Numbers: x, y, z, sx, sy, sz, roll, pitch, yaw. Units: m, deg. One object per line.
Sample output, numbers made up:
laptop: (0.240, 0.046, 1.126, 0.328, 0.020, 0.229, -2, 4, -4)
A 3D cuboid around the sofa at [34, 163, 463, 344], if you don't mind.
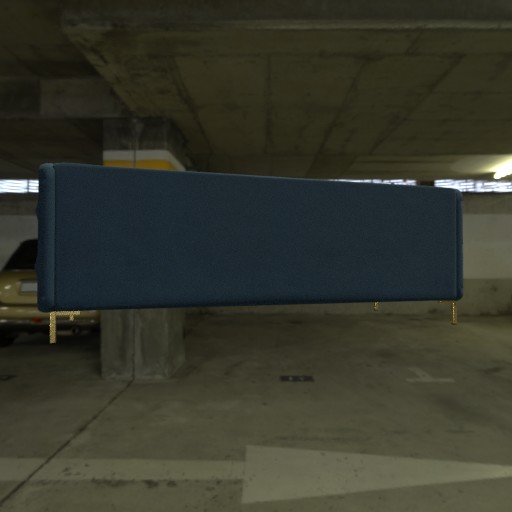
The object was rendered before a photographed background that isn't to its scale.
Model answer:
sofa: (0.000, 0.000, 2.566, 2.209, 0.771, 0.895, 0, -1, -17)
